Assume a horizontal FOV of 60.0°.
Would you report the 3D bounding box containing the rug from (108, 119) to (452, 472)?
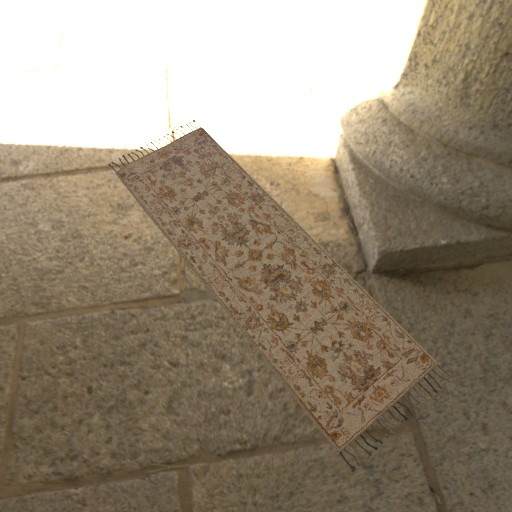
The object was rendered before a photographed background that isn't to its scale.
[{"bbox_3d":[0.000,0.000,2.688,0.729,0.021,2.438,-34,65,-18],"label":"rug"}]
